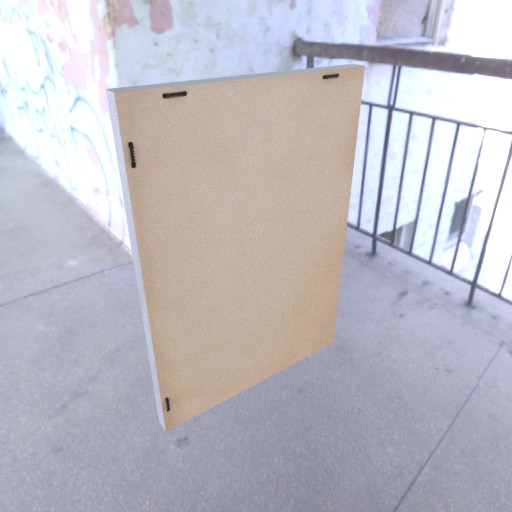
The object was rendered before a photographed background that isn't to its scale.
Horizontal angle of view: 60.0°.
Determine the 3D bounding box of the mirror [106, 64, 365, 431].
[{"bbox_3d":[0.000,0.000,0.934,0.507,0.710,0.039,-20,35,-30],"label":"mirror"}]
